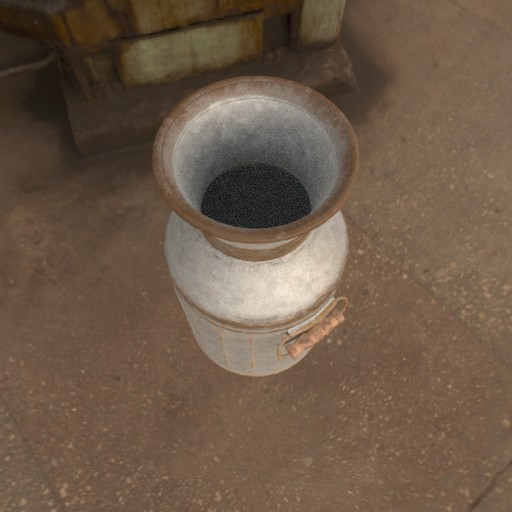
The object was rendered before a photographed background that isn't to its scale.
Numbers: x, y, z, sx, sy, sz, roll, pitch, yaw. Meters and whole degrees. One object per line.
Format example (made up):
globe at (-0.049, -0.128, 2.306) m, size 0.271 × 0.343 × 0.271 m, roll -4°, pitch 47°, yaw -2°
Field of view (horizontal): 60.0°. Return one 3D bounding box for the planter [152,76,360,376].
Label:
planter at (0.000, 0.000, 0.539) m, size 0.214 × 0.396 × 0.245 m, roll -34°, pitch 69°, yaw -15°
